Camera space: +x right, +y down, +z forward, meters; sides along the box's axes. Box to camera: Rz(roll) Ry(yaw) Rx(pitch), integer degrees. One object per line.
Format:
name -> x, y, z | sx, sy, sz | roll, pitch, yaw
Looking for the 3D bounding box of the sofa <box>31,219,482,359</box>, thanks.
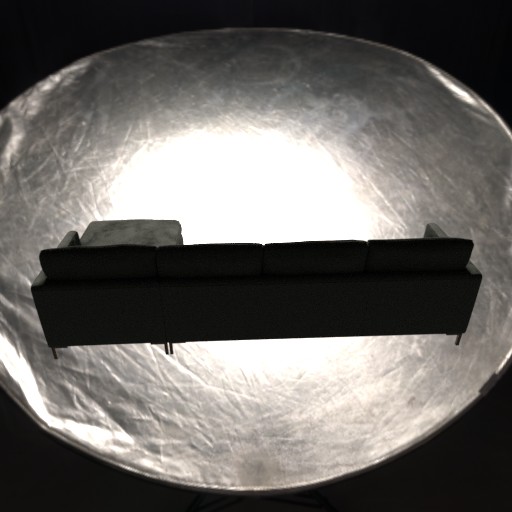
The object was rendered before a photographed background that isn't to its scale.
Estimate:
sofa -> 0.000, 0.000, 3.229 | 2.725, 0.756, 1.255 | -1, 30, -2
